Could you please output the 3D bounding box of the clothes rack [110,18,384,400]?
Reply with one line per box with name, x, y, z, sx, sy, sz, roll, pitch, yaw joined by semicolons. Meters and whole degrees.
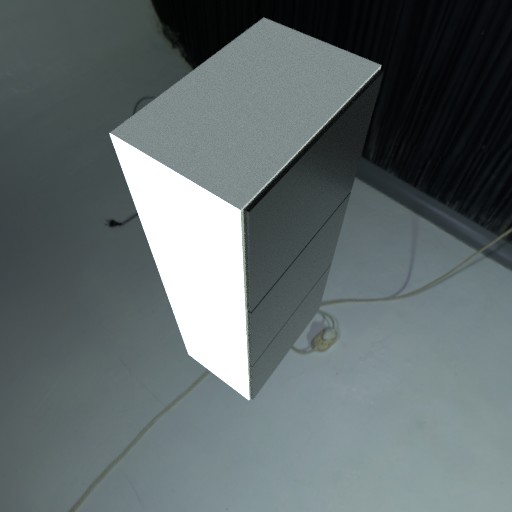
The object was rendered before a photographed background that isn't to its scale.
clothes rack;0.000;0.000;1.400;0.330;1.187;0.500;32;63;19
